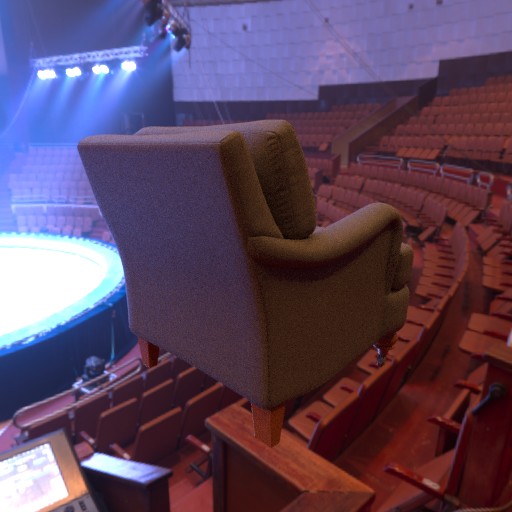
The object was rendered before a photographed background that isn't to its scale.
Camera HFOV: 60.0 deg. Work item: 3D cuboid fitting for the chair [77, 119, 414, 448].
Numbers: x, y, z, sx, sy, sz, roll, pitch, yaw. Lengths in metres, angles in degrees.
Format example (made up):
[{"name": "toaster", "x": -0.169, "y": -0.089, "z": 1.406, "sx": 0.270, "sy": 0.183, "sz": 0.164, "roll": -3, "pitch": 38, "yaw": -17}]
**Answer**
[{"name": "chair", "x": 0.000, "y": 0.000, "z": 1.844, "sx": 1.070, "sy": 1.038, "sz": 0.955, "roll": -13, "pitch": 19, "yaw": -43}]
